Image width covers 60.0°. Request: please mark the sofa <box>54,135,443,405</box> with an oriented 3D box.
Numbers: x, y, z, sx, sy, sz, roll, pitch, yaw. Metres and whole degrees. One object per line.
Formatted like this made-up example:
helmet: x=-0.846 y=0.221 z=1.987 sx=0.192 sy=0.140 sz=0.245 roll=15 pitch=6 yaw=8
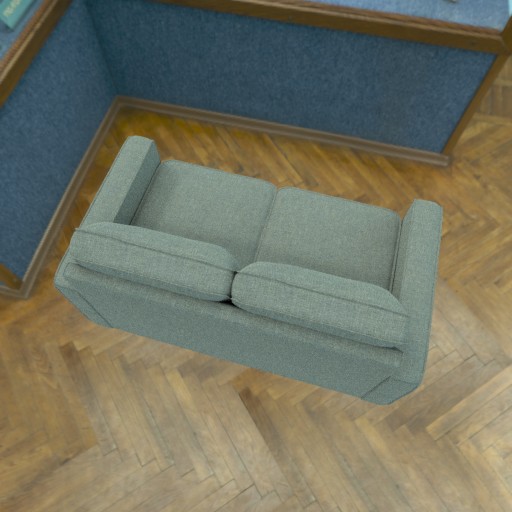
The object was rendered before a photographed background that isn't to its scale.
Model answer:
sofa: x=0.000 y=0.000 z=2.236 sx=1.706 sy=0.915 sz=0.945 roll=14 pitch=64 yaw=7
